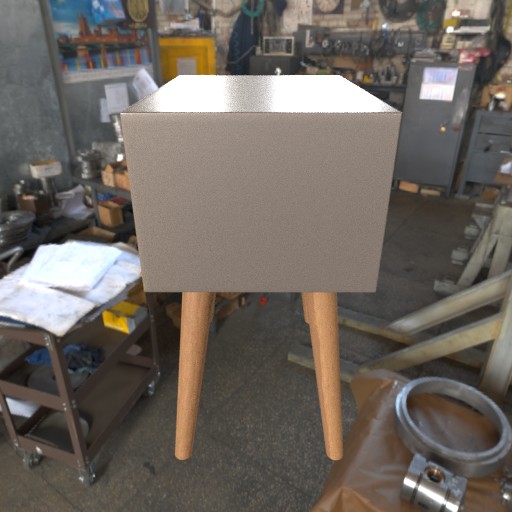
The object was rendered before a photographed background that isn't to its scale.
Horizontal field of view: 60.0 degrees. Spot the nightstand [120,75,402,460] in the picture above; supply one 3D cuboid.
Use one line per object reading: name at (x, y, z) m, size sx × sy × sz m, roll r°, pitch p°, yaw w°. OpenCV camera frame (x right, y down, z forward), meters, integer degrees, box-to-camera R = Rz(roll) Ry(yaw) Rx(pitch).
nightstand at (0.000, 0.000, 0.715) m, size 0.288 × 0.508 × 0.370 m, roll 0°, pitch 27°, yaw 0°
